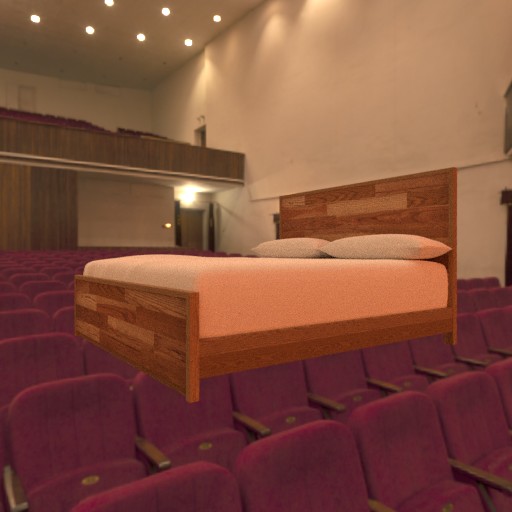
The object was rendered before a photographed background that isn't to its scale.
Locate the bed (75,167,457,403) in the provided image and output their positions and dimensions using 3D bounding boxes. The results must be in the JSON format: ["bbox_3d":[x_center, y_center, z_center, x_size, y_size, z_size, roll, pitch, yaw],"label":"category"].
[{"bbox_3d":[0.000,0.000,3.425,2.184,1.295,2.013,0,0,-36],"label":"bed"}]
